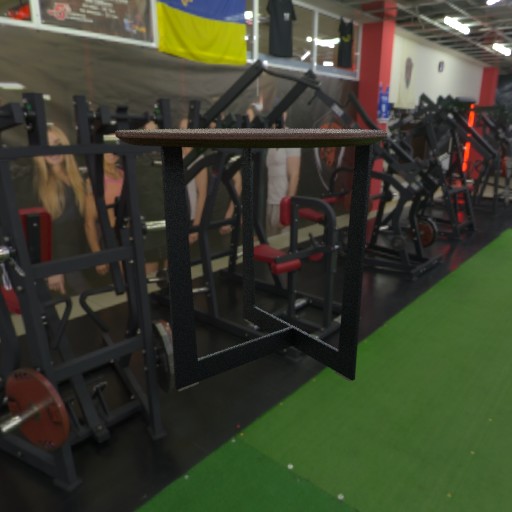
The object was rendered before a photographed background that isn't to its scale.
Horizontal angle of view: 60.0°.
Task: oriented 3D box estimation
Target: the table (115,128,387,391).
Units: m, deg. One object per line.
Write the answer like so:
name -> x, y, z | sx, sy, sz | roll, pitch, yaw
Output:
table -> 0.000, 0.000, 0.873 | 0.477, 0.476, 0.494 | 15, 22, 40
